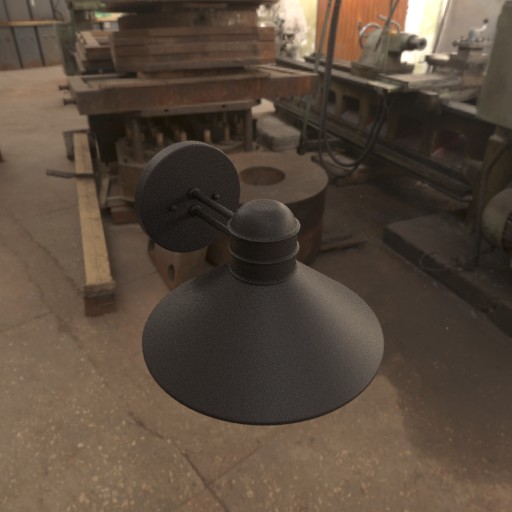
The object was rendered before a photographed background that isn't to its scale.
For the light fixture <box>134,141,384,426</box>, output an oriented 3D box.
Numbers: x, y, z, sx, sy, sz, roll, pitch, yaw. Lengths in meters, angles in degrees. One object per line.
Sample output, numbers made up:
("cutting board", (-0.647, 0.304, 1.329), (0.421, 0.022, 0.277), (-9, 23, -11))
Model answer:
("light fixture", (0.000, 0.000, 0.695), (0.396, 0.265, 0.434), (-20, 36, -31))
